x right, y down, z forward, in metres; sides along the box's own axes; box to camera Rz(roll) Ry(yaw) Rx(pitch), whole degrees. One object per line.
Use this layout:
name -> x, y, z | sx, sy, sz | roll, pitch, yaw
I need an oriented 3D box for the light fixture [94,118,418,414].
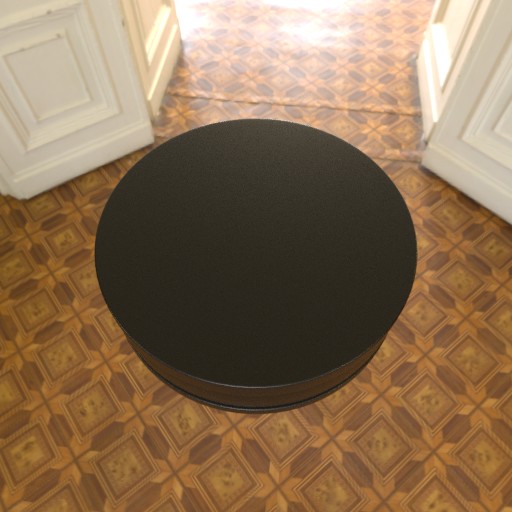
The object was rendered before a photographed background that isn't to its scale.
light fixture -> 0.000, 0.000, 0.431 | 0.283, 0.097, 0.283 | 0, 59, 0
